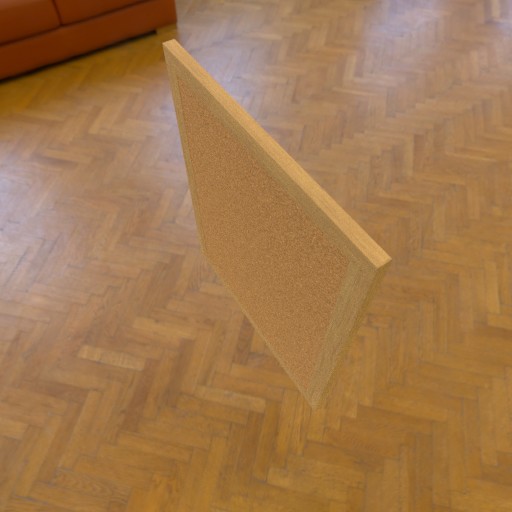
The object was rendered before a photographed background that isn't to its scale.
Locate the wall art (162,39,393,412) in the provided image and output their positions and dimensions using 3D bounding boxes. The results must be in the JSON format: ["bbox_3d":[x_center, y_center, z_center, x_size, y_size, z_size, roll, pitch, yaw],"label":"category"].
[{"bbox_3d":[0.000,0.000,0.776,0.020,0.561,0.460,-29,62,-18],"label":"wall art"}]
